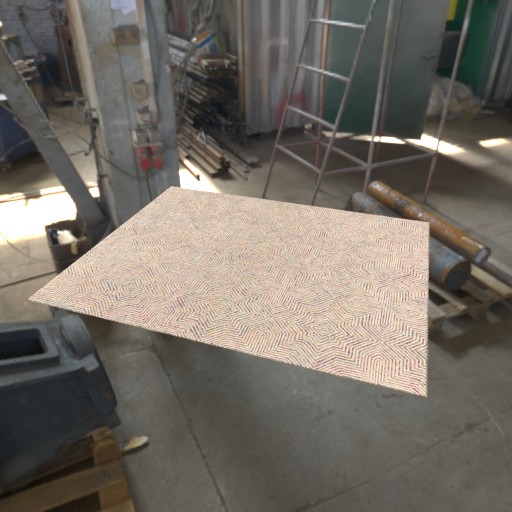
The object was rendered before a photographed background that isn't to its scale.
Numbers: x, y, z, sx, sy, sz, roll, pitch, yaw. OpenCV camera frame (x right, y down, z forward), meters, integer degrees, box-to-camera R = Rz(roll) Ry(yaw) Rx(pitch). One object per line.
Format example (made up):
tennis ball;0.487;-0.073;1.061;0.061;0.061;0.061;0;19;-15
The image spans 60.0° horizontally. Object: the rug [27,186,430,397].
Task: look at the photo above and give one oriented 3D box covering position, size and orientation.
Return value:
rug;0.000;0.000;4.119;3.046;0.008;2.442;10;33;16
